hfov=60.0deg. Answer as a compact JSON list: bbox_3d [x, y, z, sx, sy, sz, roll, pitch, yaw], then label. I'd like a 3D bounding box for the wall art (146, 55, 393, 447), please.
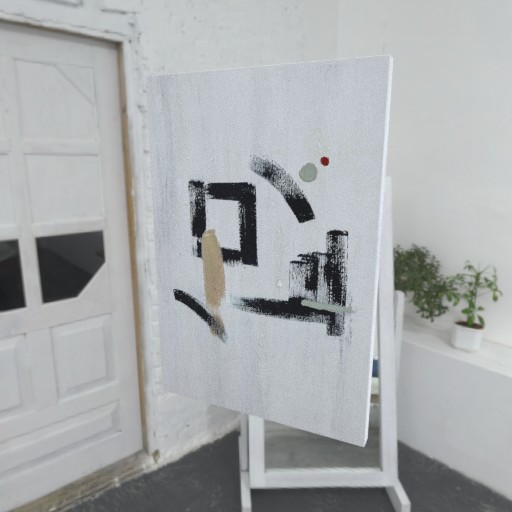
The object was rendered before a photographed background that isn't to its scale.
[{"bbox_3d":[0.000,0.000,1.156,0.624,0.914,0.043,7,15,25],"label":"wall art"}]
